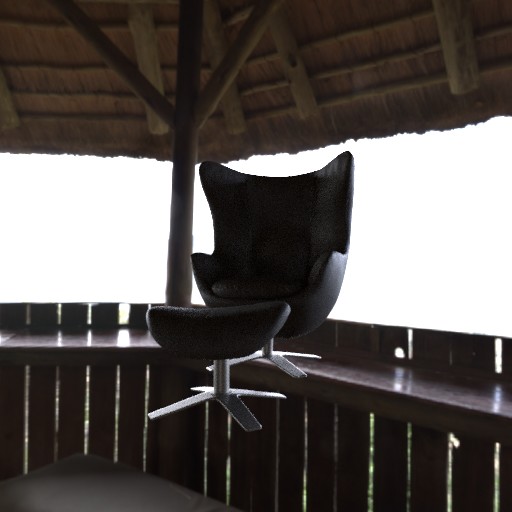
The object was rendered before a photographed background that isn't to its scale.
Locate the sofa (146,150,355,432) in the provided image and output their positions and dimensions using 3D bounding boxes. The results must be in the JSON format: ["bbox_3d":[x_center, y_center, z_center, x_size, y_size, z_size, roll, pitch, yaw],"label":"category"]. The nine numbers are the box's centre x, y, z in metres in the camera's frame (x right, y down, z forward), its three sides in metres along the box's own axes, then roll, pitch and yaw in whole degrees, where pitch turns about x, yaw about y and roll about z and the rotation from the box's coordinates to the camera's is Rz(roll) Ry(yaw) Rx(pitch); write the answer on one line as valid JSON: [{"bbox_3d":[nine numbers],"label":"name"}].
[{"bbox_3d":[0.000,0.000,2.148,0.894,1.135,1.444,0,-1,17],"label":"sofa"}]
